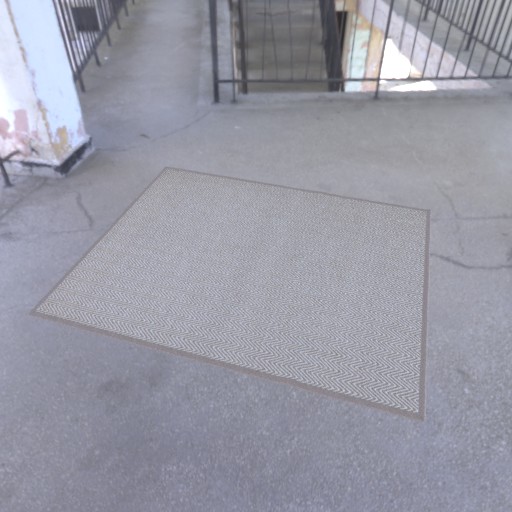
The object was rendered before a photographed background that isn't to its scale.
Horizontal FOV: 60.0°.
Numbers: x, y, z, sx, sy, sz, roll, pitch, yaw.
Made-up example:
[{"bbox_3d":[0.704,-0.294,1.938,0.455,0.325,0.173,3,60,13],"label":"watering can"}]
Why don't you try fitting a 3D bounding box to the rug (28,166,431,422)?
[{"bbox_3d":[0.000,0.000,4.015,3.007,0.032,2.434,12,42,13],"label":"rug"}]
